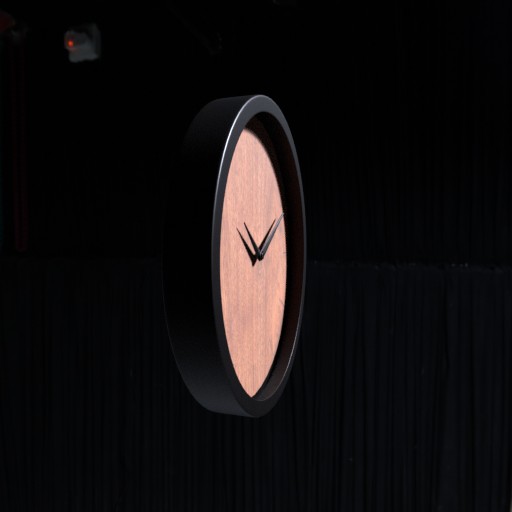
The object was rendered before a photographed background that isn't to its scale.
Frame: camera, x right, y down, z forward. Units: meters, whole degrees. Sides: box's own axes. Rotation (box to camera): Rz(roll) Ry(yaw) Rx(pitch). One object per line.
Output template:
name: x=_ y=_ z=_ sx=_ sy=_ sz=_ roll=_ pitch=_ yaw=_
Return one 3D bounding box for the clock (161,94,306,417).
clock: x=0.000 y=0.000 z=0.461 sx=0.040 sy=0.314 sz=0.314 roll=1 pitch=2 yaw=18
